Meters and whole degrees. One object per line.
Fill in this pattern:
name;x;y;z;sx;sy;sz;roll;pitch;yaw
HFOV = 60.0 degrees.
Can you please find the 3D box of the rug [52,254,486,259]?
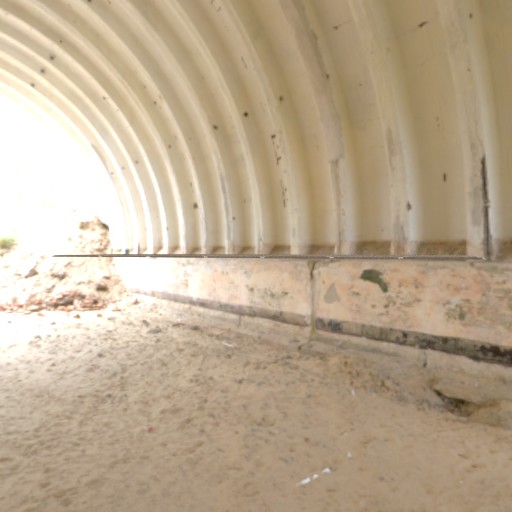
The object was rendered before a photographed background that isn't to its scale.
rug;0.000;0.000;2.771;2.464;0.012;0.773;0;1;18
